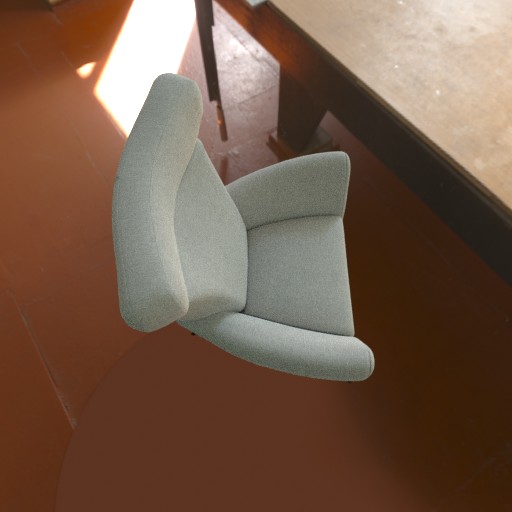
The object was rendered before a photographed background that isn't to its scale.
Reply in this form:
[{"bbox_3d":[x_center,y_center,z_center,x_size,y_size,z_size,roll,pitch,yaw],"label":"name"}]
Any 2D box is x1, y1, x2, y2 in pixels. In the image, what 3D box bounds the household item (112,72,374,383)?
[{"bbox_3d":[0.000,0.000,1.774,0.900,1.050,0.980,0,63,0],"label":"household item"}]
